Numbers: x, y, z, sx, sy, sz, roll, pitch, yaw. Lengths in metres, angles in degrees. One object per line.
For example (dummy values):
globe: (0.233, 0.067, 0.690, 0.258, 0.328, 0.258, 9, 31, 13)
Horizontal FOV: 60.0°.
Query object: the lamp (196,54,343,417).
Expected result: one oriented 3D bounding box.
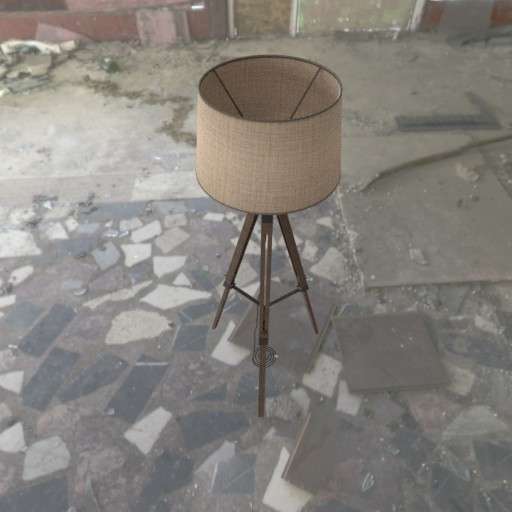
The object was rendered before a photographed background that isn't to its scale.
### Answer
lamp: (0.000, 0.000, 1.861, 0.587, 1.510, 0.604, 24, 51, 21)
